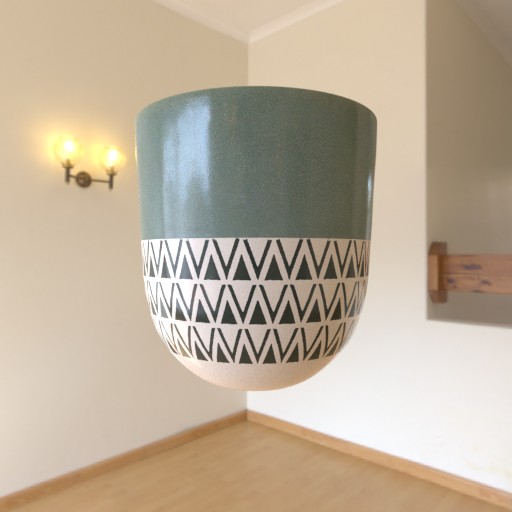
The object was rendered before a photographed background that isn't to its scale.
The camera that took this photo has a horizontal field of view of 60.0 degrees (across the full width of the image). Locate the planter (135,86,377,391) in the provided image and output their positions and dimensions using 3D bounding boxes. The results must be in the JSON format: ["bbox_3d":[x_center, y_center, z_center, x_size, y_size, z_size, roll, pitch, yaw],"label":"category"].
[{"bbox_3d":[0.000,0.000,0.376,0.198,0.214,0.198,0,0,0],"label":"planter"}]
